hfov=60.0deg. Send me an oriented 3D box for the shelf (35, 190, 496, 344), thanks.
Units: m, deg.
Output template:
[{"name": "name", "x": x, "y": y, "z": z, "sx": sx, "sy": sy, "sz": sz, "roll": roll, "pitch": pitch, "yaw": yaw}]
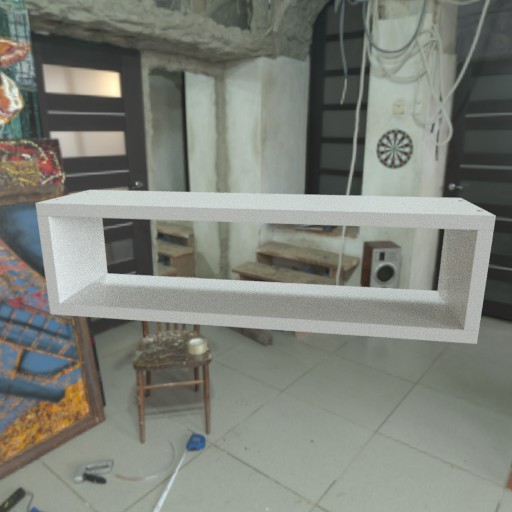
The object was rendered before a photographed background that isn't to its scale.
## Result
[{"name": "shelf", "x": 0.000, "y": 0.000, "z": 0.675, "sx": 0.610, "sy": 0.170, "sz": 0.150, "roll": 3, "pitch": 16, "yaw": 9}]
